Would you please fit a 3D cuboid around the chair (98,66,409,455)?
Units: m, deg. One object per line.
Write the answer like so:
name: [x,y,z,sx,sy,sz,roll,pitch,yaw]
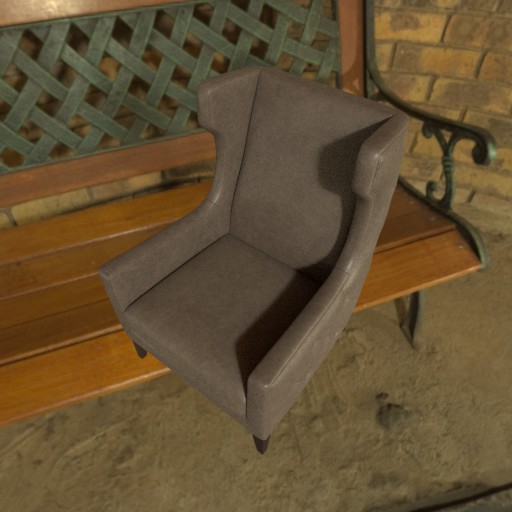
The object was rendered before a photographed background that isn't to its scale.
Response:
chair: [0.000,0.000,1.678,0.769,1.079,0.899,29,53,25]
